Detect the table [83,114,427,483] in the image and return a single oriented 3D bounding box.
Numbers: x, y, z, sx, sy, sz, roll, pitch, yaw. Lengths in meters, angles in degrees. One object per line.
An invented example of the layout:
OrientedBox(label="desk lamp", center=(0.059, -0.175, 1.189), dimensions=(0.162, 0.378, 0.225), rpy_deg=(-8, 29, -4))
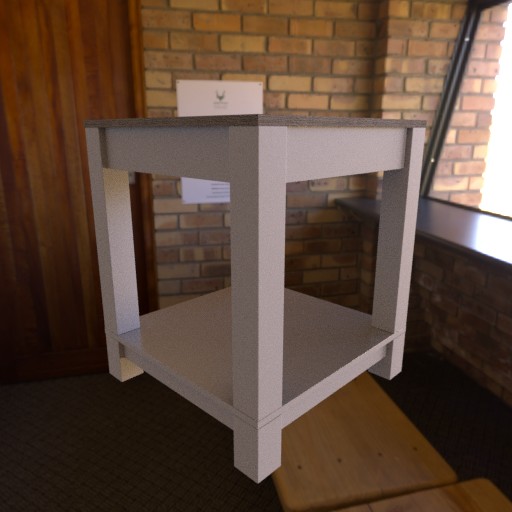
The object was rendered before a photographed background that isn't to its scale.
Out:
OrientedBox(label="table", center=(0.000, 0.000, 1.001), dimensions=(0.504, 0.587, 0.506), rpy_deg=(15, 22, 42))
